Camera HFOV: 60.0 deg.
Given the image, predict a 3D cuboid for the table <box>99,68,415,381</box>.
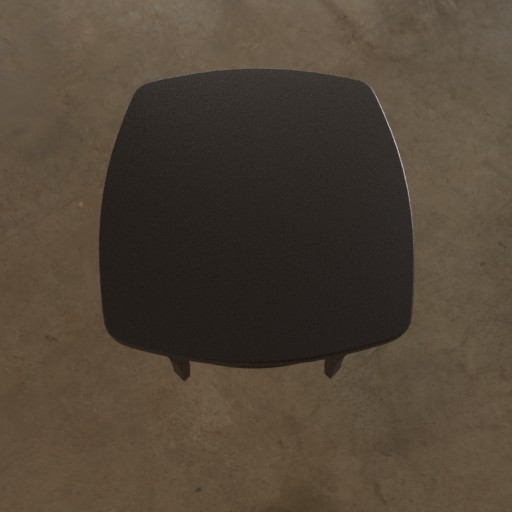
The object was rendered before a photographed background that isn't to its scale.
[{"bbox_3d":[0.000,0.000,0.866,0.457,0.457,0.508,-1,65,0],"label":"table"}]
